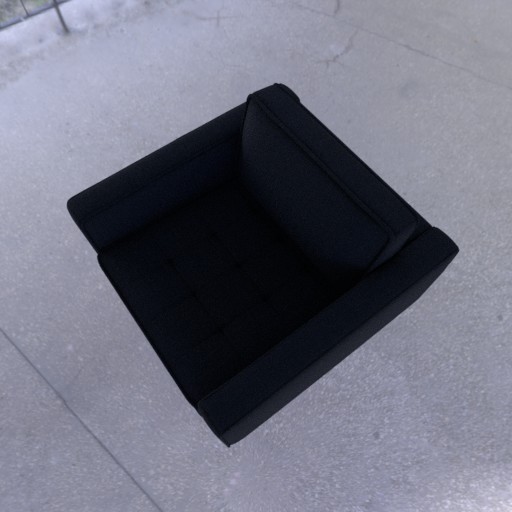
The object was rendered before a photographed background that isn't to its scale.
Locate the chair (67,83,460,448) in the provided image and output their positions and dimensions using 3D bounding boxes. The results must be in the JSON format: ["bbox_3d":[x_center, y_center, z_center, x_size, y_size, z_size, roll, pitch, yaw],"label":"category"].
[{"bbox_3d":[0.000,0.000,1.558,0.920,0.770,0.899,-34,68,-15],"label":"chair"}]
